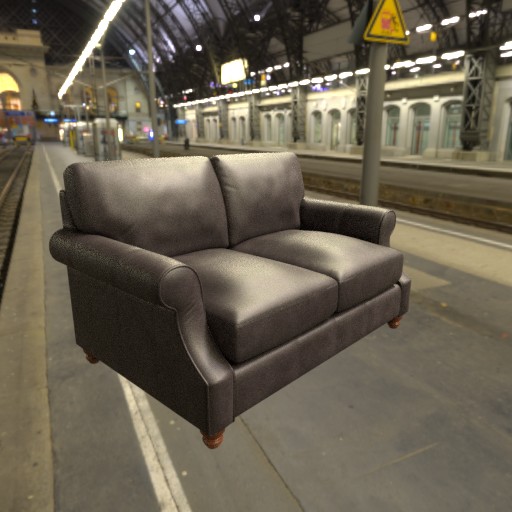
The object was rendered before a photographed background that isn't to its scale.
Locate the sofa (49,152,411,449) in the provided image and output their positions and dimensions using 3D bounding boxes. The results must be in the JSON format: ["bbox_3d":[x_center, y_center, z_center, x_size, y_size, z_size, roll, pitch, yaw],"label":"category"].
[{"bbox_3d":[0.000,0.000,2.269,1.030,0.979,1.663,14,21,41],"label":"sofa"}]
